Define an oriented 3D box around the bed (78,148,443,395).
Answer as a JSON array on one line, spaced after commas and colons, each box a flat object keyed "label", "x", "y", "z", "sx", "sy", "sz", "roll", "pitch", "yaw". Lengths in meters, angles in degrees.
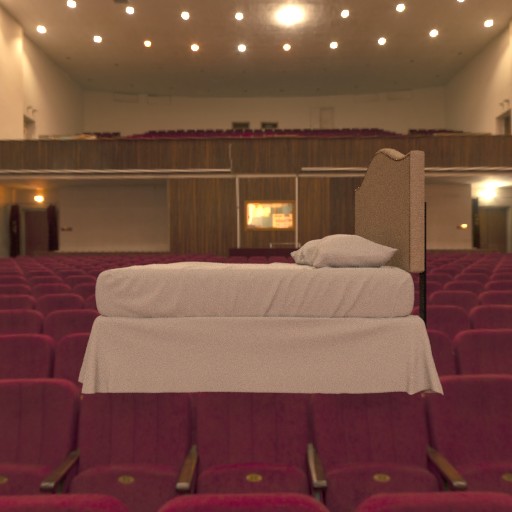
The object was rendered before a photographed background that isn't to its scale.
[{"label": "bed", "x": 0.000, "y": 0.000, "z": 3.474, "sx": 2.221, "sy": 1.645, "sz": 1.876, "roll": 0, "pitch": 0, "yaw": 0}]
